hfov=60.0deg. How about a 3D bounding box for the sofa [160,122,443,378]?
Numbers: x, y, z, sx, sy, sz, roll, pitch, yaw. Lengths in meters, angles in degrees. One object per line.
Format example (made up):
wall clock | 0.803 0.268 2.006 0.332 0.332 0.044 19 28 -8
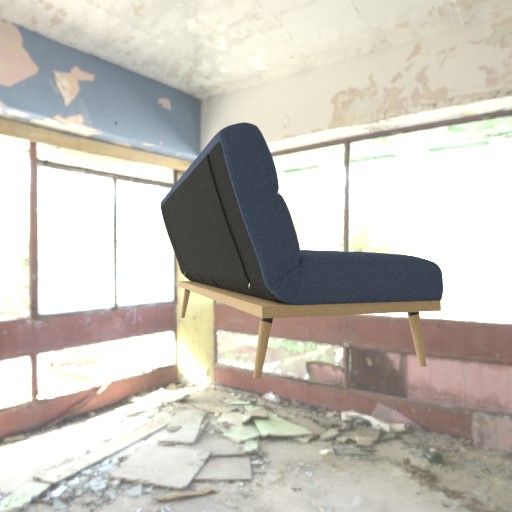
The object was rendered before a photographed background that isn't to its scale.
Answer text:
sofa | 0.000 0.000 2.256 0.796 0.800 1.800 0 -1 -18
